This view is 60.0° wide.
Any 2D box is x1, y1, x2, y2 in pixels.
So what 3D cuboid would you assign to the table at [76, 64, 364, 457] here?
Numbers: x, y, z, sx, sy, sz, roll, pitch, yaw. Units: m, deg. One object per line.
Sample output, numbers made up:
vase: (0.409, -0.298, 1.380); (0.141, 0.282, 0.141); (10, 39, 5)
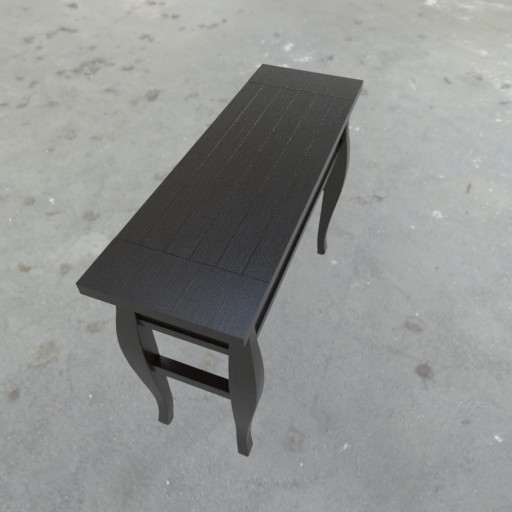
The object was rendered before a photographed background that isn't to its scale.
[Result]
table: (0.000, 0.000, 1.446); (0.373, 0.768, 1.062); (16, 49, 14)
